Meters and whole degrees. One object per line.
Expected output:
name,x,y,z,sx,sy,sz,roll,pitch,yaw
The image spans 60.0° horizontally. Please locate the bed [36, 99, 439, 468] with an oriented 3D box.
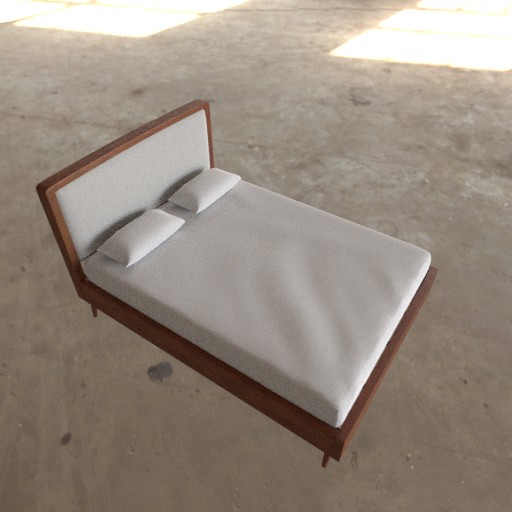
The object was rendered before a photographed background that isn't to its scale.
bed,0.000,0.000,3.146,2.196,1.275,1.587,25,48,25
